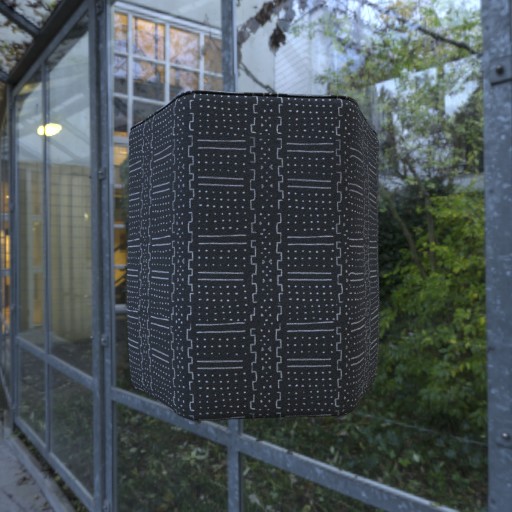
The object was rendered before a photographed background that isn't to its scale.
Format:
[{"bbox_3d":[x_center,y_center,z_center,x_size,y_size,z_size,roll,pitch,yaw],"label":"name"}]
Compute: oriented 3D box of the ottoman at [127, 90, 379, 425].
[{"bbox_3d":[0.000,0.000,0.868,0.443,0.502,0.494,0,0,-36],"label":"ottoman"}]
